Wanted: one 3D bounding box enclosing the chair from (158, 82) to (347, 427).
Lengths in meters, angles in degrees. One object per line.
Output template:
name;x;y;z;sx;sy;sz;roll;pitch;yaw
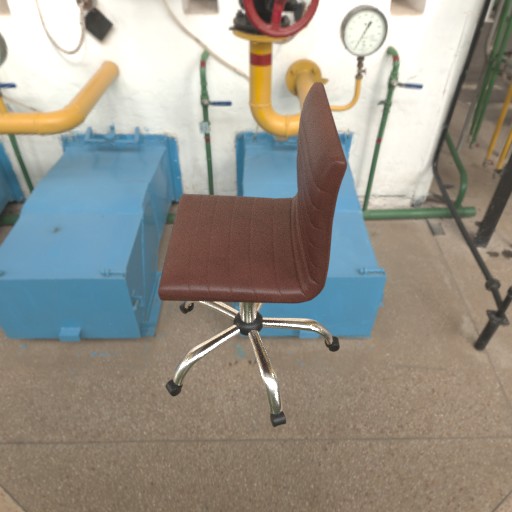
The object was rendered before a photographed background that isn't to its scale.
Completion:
chair;0.000;0.000;1.166;0.530;0.780;0.556;0;41;0
